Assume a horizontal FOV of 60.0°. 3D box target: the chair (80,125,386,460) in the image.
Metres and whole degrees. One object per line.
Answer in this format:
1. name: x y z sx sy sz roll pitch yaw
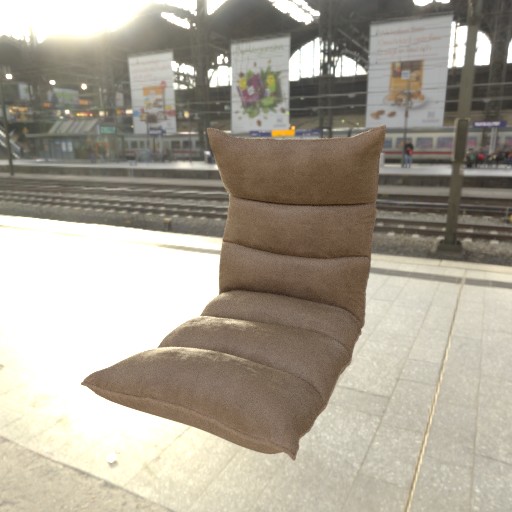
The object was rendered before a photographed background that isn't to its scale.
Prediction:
1. chair: 0.000 0.000 1.540 0.714 0.892 0.985 6 15 24
